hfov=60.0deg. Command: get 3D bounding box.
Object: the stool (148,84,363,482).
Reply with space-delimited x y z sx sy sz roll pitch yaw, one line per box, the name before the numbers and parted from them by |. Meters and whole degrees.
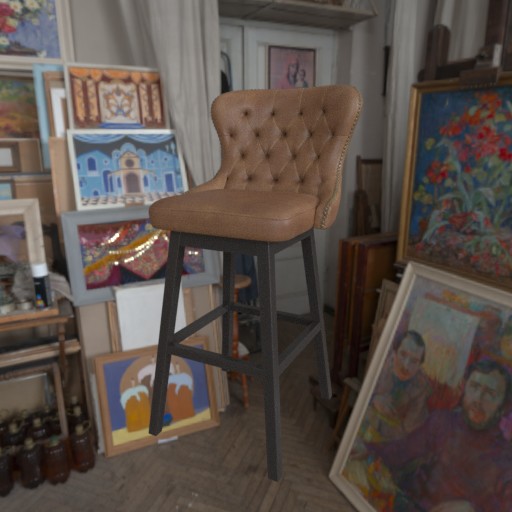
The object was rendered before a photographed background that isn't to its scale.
stool | 0.000 0.000 1.399 0.528 1.050 0.601 8 17 26
